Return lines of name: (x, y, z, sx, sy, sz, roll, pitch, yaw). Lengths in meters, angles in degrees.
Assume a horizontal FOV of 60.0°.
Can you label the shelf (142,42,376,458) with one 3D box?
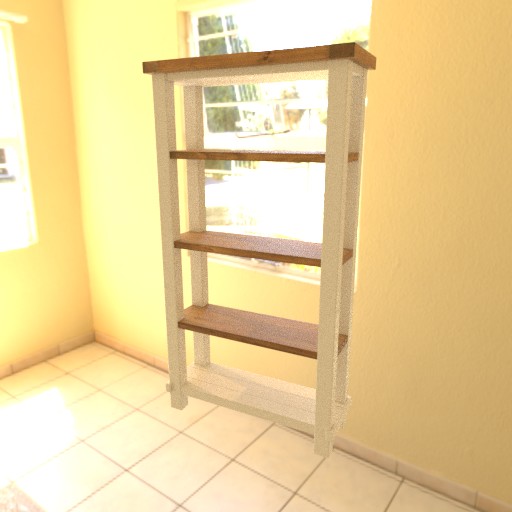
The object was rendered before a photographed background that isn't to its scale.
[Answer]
shelf: (0.000, 0.000, 2.291, 1.022, 1.878, 0.381, 7, 17, 26)
